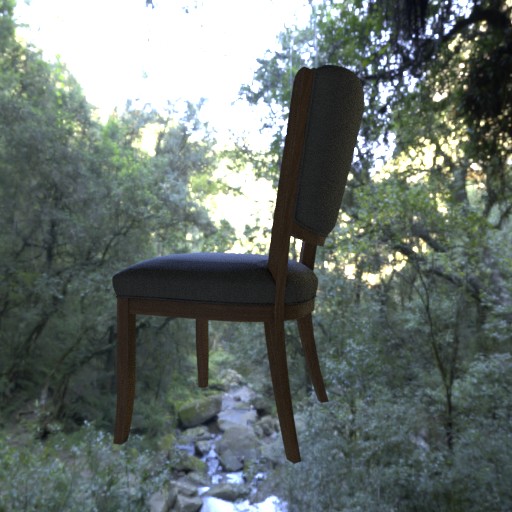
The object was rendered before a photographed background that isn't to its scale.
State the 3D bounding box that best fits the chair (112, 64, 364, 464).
[{"bbox_3d":[0.000,0.000,1.231,0.584,0.905,0.513,0,0,17],"label":"chair"}]
